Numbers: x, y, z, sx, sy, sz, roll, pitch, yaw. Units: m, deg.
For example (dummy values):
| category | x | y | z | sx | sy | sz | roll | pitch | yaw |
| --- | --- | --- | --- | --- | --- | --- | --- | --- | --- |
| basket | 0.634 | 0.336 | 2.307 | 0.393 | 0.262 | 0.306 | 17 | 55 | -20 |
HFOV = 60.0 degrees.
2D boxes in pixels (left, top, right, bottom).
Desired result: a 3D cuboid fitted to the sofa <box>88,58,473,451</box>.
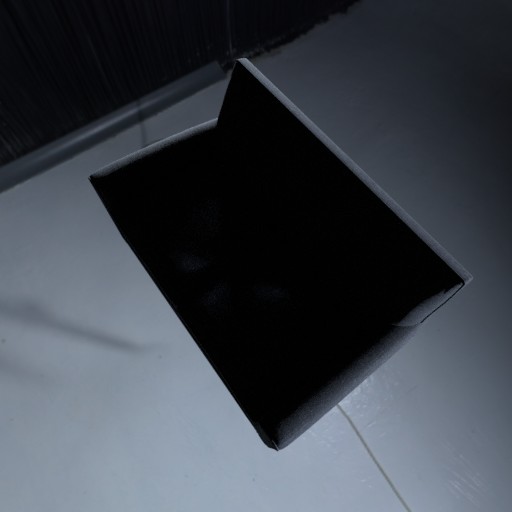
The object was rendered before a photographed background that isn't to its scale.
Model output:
| category | x | y | z | sx | sy | sz | roll | pitch | yaw |
| --- | --- | --- | --- | --- | --- | --- | --- | --- | --- |
| sofa | 0.000 | 0.000 | 2.011 | 0.875 | 0.846 | 1.420 | -33 | 68 | -15 |
